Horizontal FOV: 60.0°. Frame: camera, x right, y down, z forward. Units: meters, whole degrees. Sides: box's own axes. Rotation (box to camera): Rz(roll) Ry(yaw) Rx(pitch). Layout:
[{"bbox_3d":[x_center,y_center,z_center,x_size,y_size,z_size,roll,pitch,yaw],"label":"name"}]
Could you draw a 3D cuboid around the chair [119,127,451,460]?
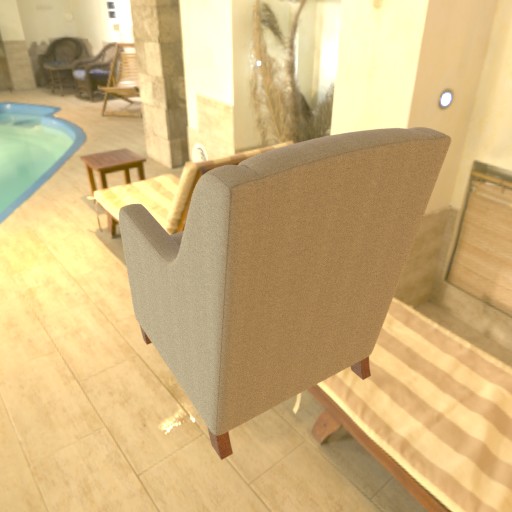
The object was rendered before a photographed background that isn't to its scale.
[{"bbox_3d":[0.000,0.000,1.585,0.715,1.017,0.890,-18,34,-29],"label":"chair"}]
